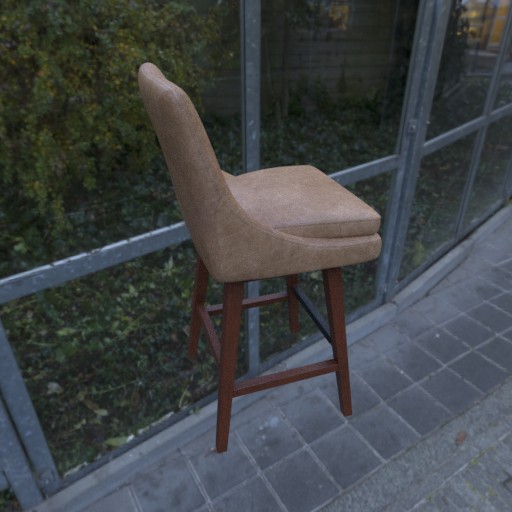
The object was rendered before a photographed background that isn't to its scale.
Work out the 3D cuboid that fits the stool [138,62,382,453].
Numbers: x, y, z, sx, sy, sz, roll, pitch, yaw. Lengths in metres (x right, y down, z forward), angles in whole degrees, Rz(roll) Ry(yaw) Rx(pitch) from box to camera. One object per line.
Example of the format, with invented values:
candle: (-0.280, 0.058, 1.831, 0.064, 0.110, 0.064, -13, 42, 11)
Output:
stool: (0.000, 0.000, 1.367, 0.572, 1.079, 0.487, -10, 31, -16)
